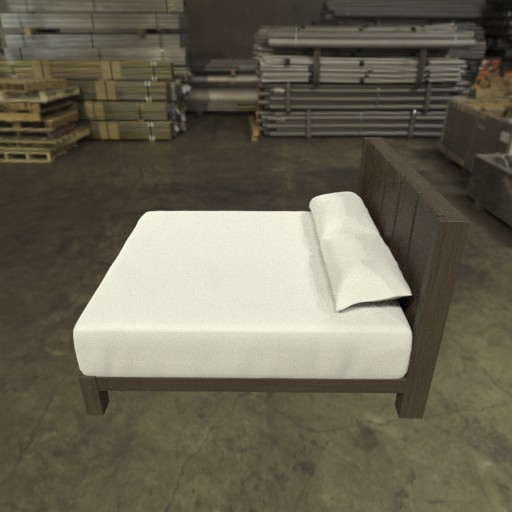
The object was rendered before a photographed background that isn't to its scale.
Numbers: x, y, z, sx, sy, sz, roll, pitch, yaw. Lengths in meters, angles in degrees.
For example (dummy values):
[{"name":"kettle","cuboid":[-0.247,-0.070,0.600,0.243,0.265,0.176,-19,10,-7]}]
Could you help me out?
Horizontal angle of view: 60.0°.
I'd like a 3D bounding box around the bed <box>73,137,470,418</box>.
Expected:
[{"name":"bed","cuboid":[0.000,0.000,3.098,1.992,1.261,1.735,0,27,1]}]
